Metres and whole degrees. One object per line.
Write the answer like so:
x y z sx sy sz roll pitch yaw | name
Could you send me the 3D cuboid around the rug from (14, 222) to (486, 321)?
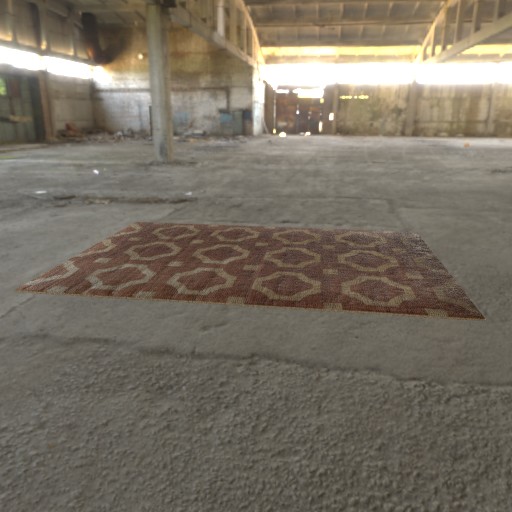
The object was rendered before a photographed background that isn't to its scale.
0.000 0.000 2.845 2.286 0.016 1.555 3 18 8 | rug
